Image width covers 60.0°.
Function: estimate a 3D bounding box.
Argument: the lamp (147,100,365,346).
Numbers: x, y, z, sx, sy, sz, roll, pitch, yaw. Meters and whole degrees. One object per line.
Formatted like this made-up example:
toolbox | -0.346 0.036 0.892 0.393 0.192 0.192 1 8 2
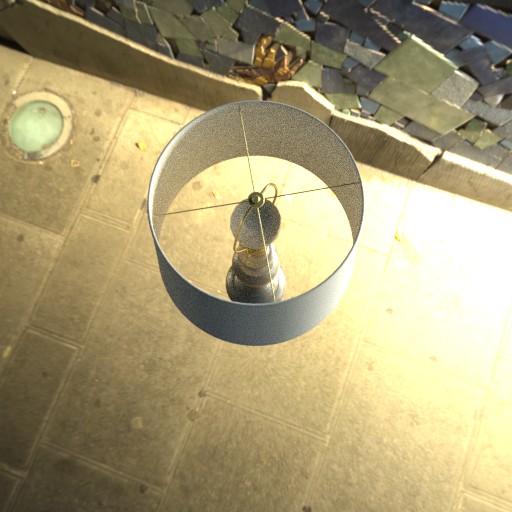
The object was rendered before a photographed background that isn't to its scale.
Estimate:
lamp | 0.000 0.000 0.815 0.328 0.612 0.328 0 77 0
